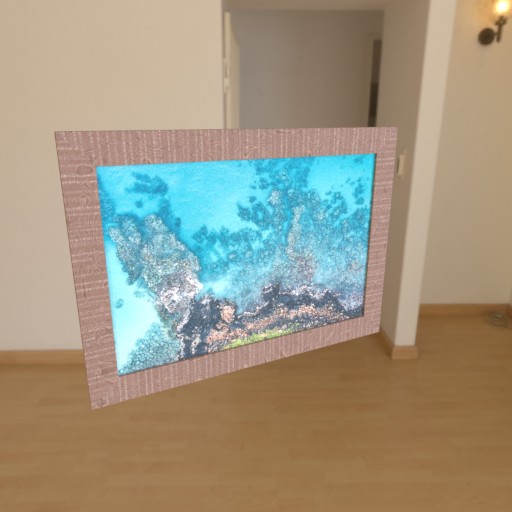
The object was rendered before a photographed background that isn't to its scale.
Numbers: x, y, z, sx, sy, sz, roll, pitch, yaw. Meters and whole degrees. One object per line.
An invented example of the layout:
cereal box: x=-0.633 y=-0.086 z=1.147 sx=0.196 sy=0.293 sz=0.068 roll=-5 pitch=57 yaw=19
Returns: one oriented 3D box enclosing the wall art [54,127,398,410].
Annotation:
wall art: x=0.000 y=0.000 z=1.377 sx=1.056 sy=0.761 sz=0.020 roll=-9 pitch=19 yaw=-26
